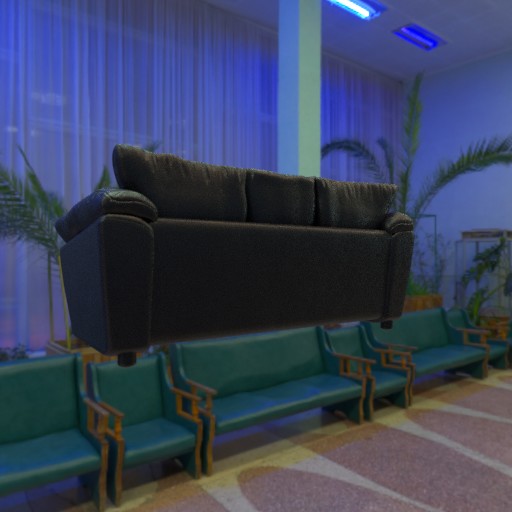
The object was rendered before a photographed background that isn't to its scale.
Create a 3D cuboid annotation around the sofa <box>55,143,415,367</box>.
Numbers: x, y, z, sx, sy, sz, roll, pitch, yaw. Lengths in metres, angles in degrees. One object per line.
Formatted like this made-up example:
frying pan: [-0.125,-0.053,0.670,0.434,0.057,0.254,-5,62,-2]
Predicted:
sofa: [0.000,0.000,2.927,2.336,1.073,0.880,0,0,-35]
